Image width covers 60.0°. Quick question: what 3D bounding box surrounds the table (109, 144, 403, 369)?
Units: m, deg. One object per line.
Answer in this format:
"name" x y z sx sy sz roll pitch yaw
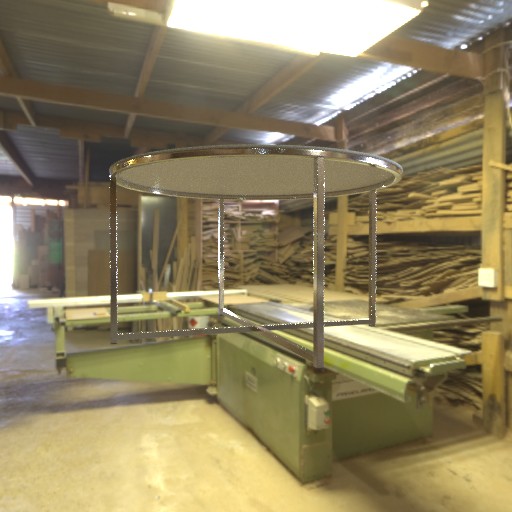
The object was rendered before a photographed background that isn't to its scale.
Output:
"table" 0.000 0.000 1.275 0.800 0.450 0.800 0 1 0
